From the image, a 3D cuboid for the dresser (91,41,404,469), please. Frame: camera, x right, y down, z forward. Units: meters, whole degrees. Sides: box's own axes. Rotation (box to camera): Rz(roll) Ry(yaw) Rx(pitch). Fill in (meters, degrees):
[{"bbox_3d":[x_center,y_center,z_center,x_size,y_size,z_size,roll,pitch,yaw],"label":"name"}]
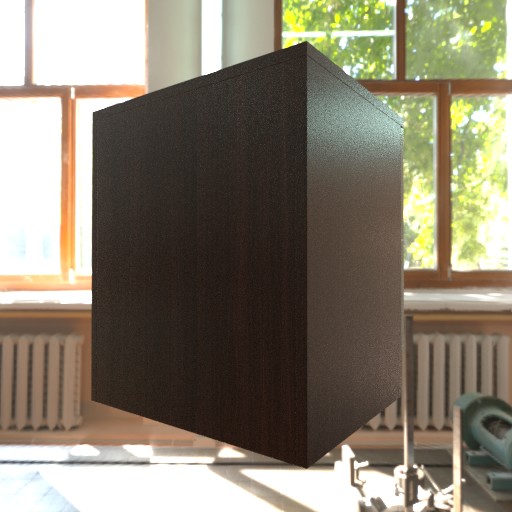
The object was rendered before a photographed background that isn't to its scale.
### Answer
[{"bbox_3d":[0.000,0.000,0.749,0.400,0.470,0.360,0,-1,36],"label":"dresser"}]
